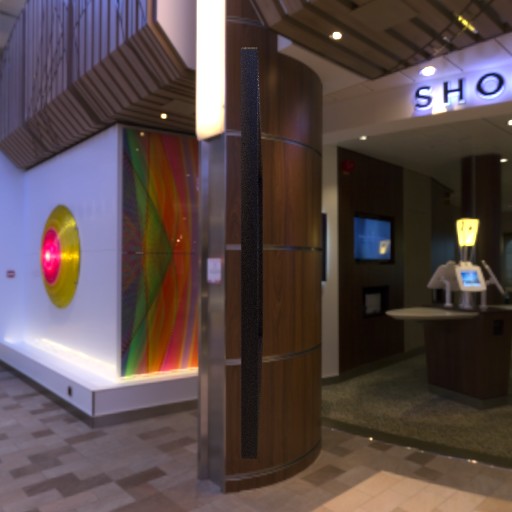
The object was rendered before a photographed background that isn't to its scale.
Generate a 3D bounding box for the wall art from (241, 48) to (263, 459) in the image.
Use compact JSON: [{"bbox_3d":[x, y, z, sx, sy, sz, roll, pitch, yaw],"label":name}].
[{"bbox_3d":[0.000,0.000,0.550,0.013,0.306,0.440,0,-1,1],"label":"wall art"}]
